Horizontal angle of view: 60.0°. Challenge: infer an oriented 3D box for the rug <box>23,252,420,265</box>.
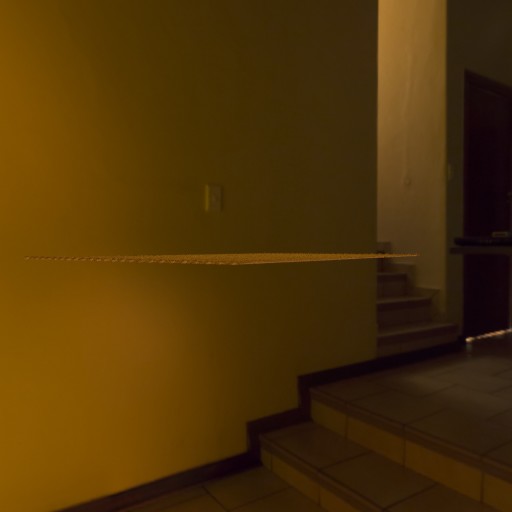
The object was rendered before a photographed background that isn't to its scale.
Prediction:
[{"bbox_3d":[0.000,0.000,2.331,1.162,0.013,1.875,1,1,36],"label":"rug"}]
